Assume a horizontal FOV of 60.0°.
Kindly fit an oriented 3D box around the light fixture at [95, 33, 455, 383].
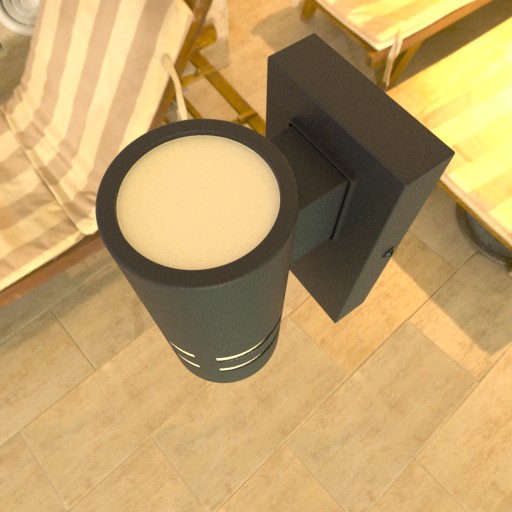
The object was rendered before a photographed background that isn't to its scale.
[{"bbox_3d":[0.000,0.000,0.262,0.138,0.179,0.098,-33,68,-15],"label":"light fixture"}]
